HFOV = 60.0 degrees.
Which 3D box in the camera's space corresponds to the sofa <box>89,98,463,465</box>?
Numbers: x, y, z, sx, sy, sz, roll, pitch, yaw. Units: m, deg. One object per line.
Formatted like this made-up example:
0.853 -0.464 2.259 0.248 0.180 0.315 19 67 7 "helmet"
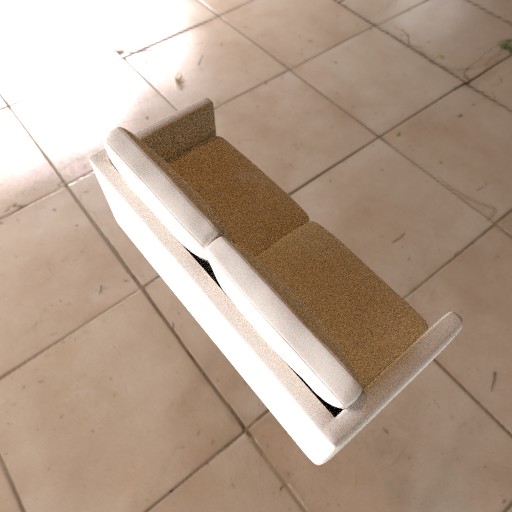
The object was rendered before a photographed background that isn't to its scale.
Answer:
0.000 0.000 2.621 0.924 0.933 2.139 -35 64 -20 "sofa"
